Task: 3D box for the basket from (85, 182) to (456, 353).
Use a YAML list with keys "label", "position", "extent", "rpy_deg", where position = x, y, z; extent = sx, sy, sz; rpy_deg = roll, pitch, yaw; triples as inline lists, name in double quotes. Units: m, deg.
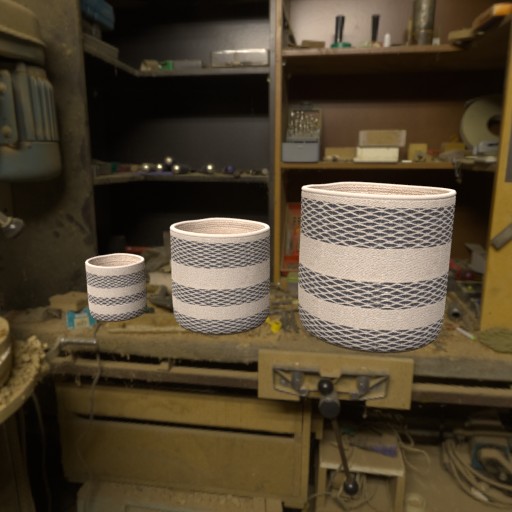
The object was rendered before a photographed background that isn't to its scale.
- label: "basket"
  position: [0.000, 0.000, 1.123]
  extent: [0.917, 0.356, 0.351]
  rpy_deg: [2, 13, 9]
